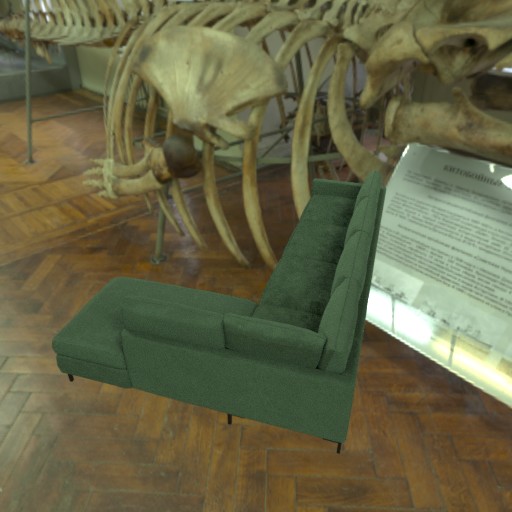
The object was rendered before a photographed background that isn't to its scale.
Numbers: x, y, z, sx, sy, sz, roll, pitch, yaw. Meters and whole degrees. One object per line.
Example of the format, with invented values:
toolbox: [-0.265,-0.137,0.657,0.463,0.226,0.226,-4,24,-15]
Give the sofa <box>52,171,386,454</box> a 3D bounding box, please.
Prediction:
sofa: [0.000,0.000,3.301,1.707,0.687,2.486,9,33,15]
